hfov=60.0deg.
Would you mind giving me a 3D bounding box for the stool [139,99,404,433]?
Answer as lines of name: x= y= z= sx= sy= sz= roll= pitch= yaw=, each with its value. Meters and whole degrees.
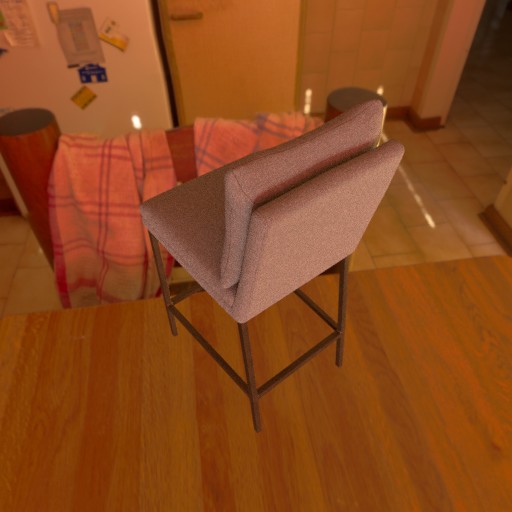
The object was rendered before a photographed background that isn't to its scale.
stool: x=0.000 y=0.000 z=1.379 sx=0.463 sy=1.031 sz=0.569 roll=-30 pitch=52 yaw=-26
